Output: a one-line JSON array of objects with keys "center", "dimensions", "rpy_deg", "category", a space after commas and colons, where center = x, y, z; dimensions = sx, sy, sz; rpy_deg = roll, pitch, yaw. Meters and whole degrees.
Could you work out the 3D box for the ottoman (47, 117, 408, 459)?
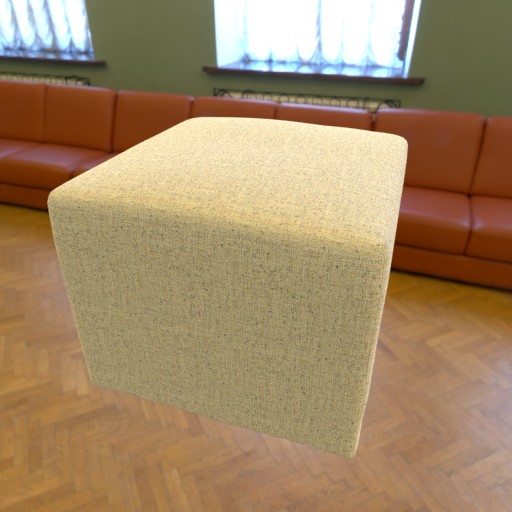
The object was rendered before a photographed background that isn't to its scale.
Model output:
[{"center": [0.000, 0.000, 0.887], "dimensions": [0.512, 0.453, 0.521], "rpy_deg": [10, 32, 16], "category": "ottoman"}]
